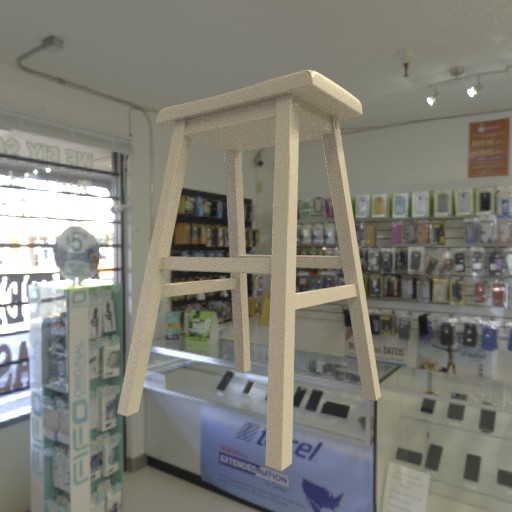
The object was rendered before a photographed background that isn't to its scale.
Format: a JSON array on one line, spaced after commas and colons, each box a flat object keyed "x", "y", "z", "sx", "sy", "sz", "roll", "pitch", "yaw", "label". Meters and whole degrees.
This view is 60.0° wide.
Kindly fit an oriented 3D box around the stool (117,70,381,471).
[{"x": 0.000, "y": 0.000, "z": 1.087, "sx": 0.457, "sy": 0.737, "sz": 0.476, "roll": 1, "pitch": 1, "yaw": 36, "label": "stool"}]
